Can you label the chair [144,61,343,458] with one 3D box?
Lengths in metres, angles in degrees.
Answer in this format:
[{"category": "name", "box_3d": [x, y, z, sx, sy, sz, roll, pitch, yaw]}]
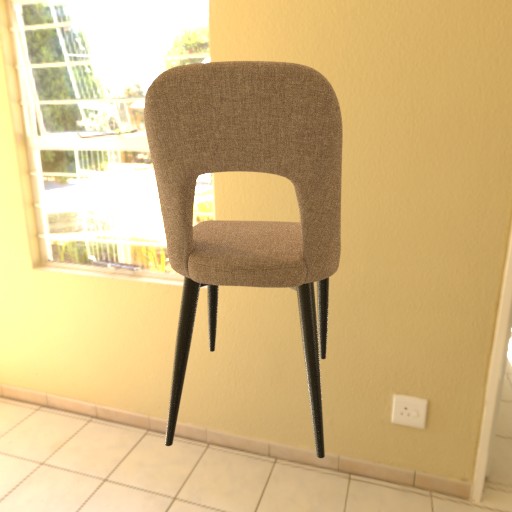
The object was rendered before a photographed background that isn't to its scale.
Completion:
[{"category": "chair", "box_3d": [0.000, 0.000, 1.245, 0.470, 0.931, 0.612, 2, 15, 8]}]
